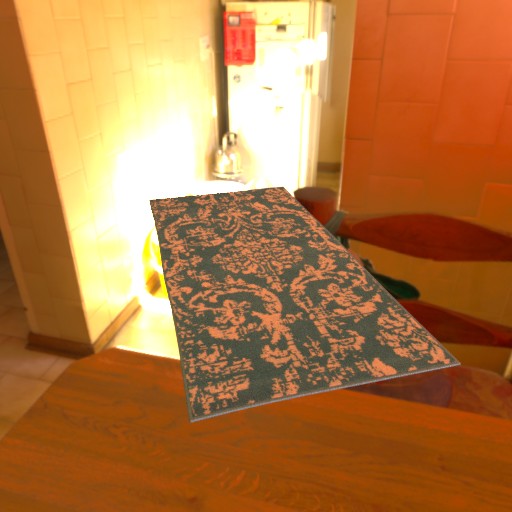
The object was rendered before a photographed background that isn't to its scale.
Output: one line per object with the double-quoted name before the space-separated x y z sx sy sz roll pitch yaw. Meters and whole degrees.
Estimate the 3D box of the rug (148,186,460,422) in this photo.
"rug" 0.000 0.000 1.430 0.604 0.007 1.219 -8 29 -14
